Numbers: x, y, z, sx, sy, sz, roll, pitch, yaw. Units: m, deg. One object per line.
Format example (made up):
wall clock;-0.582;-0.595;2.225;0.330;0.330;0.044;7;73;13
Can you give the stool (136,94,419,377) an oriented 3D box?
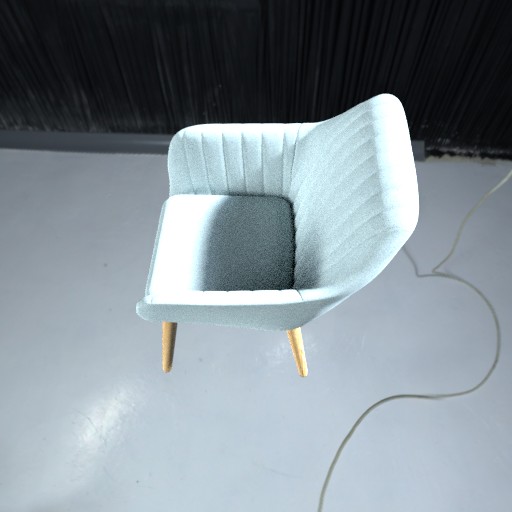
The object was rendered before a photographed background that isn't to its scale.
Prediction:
stool;0.000;0.000;1.182;0.590;0.830;0.503;3;59;2
